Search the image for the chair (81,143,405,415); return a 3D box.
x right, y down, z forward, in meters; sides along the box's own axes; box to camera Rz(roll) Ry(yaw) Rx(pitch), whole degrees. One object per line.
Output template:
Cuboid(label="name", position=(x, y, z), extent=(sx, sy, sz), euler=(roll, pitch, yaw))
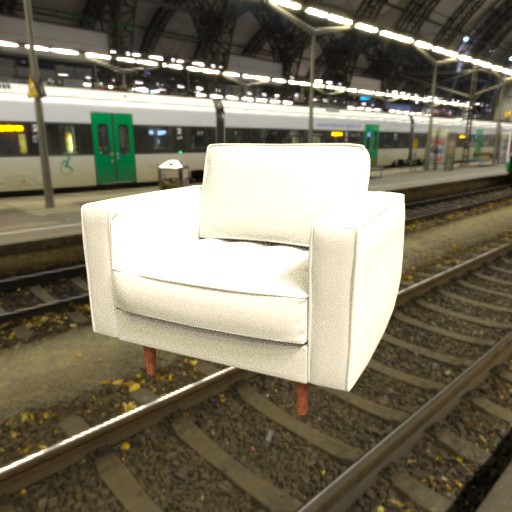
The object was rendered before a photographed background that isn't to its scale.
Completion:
Cuboid(label="chair", position=(0.000, 0.000, 1.569), extent=(0.928, 0.773, 0.843), euler=(7, 16, 24))
